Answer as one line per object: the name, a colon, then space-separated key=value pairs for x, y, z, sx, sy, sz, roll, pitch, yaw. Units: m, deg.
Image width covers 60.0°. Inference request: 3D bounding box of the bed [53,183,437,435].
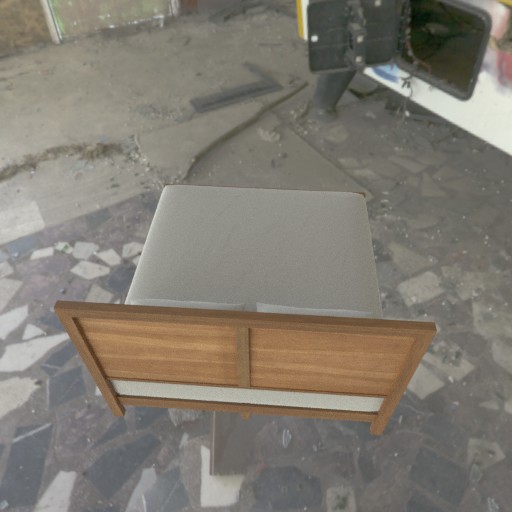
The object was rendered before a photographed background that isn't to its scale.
bed: x=0.000 y=0.000 z=3.552 sx=2.003 sy=1.387 sz=2.184 roll=3 pitch=47 yaw=3
